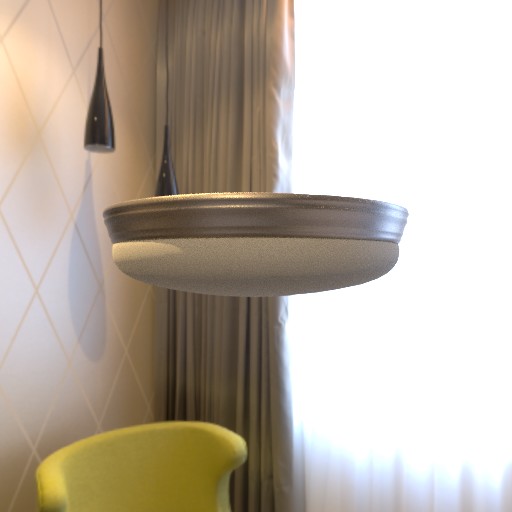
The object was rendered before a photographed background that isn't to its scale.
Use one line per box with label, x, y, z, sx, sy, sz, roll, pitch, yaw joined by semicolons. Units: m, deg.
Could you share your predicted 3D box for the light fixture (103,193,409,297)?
light fixture;0.000;0.000;0.561;0.368;0.100;0.368;0;-1;0
